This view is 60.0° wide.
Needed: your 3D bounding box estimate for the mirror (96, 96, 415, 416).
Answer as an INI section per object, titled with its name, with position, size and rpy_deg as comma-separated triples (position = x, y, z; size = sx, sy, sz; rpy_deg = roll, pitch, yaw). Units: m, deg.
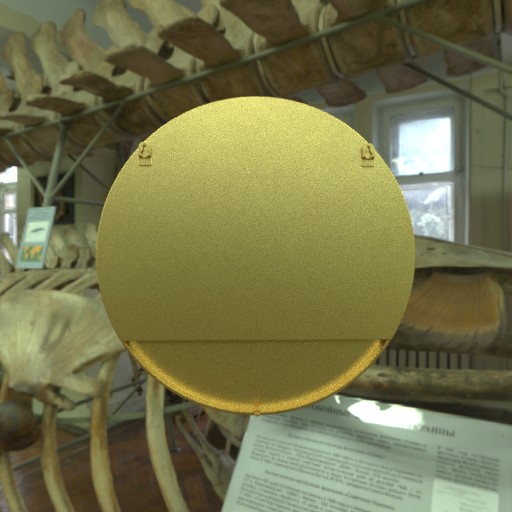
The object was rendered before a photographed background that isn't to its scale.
[mirror]
position = 0.000, 0.000, 0.696
size = 0.457, 0.457, 0.133
rpy_deg = 0, 1, -1
